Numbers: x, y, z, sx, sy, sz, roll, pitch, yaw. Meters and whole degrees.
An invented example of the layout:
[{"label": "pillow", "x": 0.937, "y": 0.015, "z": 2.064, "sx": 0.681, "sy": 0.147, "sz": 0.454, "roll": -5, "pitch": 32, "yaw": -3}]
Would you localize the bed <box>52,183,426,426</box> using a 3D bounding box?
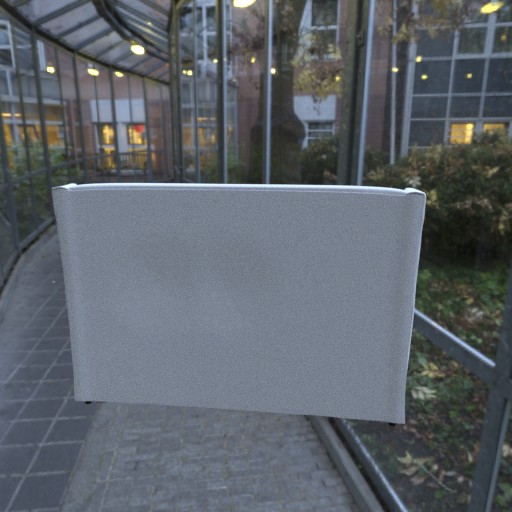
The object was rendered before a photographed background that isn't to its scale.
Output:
[{"label": "bed", "x": 0.000, "y": 0.000, "z": 3.453, "sx": 1.925, "sy": 1.332, "sz": 2.276, "roll": 2, "pitch": 15, "yaw": 7}]
